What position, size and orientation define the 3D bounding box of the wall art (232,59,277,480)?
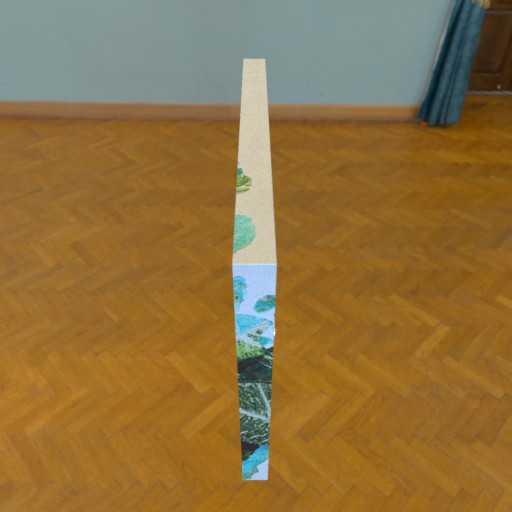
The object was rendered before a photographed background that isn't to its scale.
[{"bbox_3d":[0.000,0.000,0.699,0.041,0.435,0.507,0,42,0],"label":"wall art"}]
